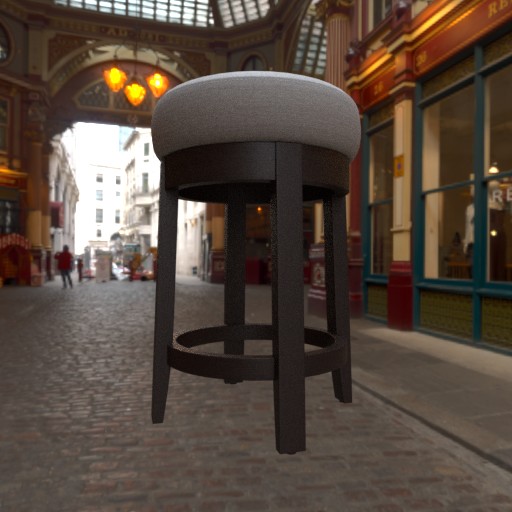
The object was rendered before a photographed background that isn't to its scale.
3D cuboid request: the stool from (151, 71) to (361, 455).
[{"bbox_3d":[0.000,0.000,0.962,0.443,0.672,0.443,0,0,0],"label":"stool"}]
